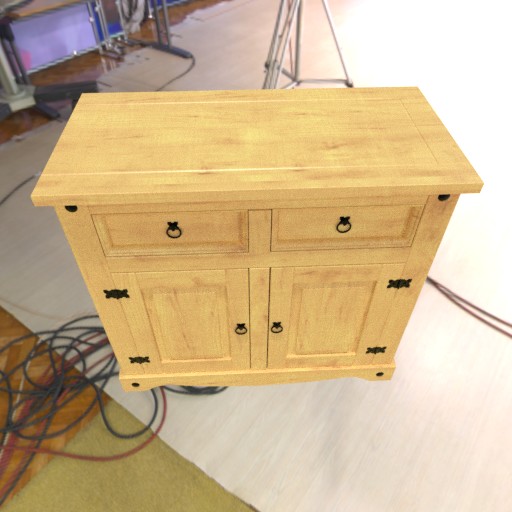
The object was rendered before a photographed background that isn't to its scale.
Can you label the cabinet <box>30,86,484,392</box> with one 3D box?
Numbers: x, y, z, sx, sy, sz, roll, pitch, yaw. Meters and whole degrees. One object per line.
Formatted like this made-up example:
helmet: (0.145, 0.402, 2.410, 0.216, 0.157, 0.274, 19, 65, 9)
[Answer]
cabinet: (0.000, 0.000, 1.353, 0.920, 0.840, 0.450, -2, 45, -2)
